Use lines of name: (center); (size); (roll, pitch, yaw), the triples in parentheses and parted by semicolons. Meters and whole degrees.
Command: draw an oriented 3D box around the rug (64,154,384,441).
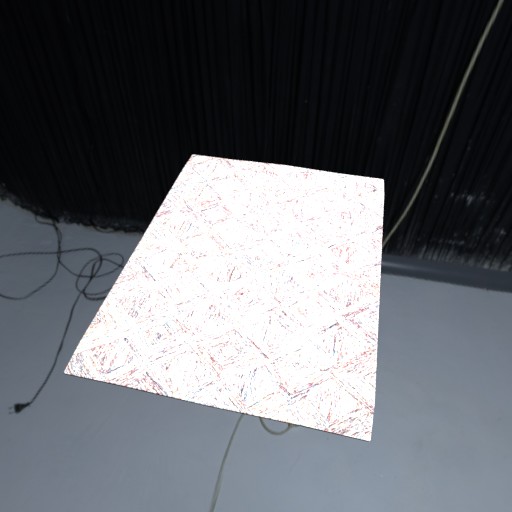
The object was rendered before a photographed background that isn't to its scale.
rug: (0.000, 0.000, 4.424); (2.436, 0.024, 3.226); (9, 46, 9)
